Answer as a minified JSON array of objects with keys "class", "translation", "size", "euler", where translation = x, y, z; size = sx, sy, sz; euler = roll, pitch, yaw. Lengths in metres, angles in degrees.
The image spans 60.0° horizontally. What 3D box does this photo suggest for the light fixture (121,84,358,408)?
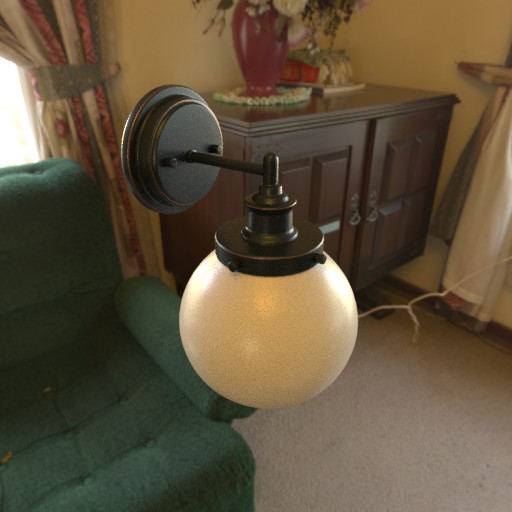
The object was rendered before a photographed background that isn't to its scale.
[{"class":"light fixture","translation":[0.000,0.000,0.475],"size":[0.230,0.332,0.197],"euler":[17,31,31]}]
